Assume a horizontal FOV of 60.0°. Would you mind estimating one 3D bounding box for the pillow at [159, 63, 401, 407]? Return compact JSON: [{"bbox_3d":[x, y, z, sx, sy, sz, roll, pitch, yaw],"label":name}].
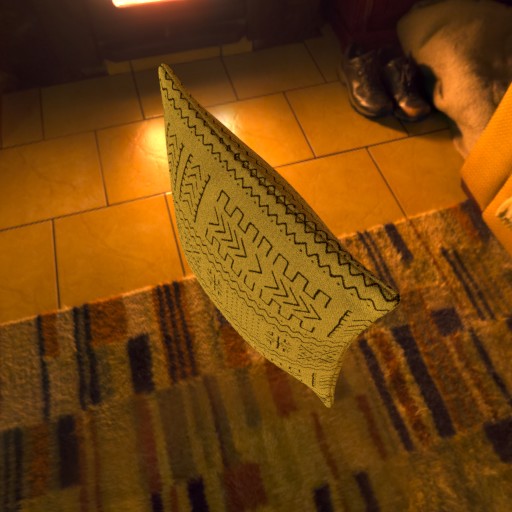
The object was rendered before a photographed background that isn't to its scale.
[{"bbox_3d":[0.000,0.000,0.674,0.164,0.430,0.438,-33,64,-18],"label":"pillow"}]
